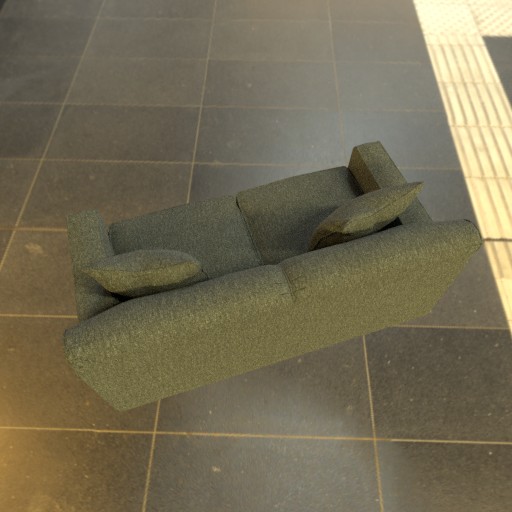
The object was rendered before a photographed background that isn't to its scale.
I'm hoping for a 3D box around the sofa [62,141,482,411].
[{"bbox_3d":[0.000,0.000,2.405,1.846,0.958,0.998,-15,59,-9],"label":"sofa"}]
